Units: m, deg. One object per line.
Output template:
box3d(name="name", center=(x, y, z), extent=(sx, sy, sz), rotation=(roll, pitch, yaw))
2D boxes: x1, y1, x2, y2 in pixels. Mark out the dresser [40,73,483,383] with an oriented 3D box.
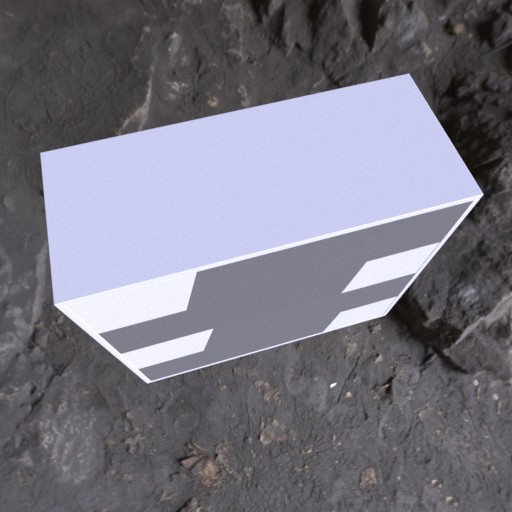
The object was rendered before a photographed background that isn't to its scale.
box3d(name="dresser", center=(0.000, 0.000, 1.630), extent=(1.100, 1.000, 0.460), rotation=(-14, 65, -7))
